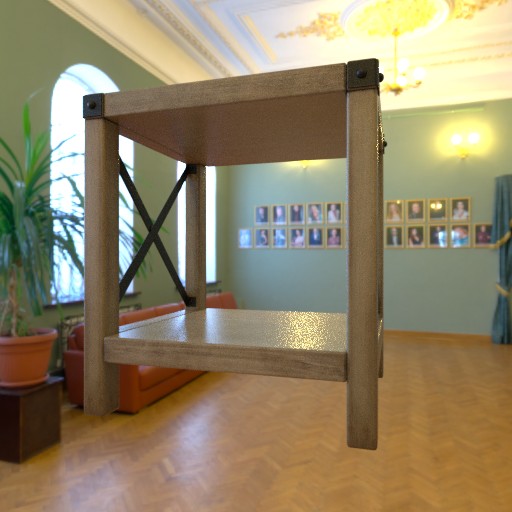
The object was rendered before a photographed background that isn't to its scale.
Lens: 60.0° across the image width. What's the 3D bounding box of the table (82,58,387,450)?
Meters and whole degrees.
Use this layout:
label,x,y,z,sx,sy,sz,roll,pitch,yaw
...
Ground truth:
label,x,y,z,sx,sy,sz,roll,pitch,yaw
table,0.000,0.000,0.905,0.510,0.561,0.459,0,0,17
